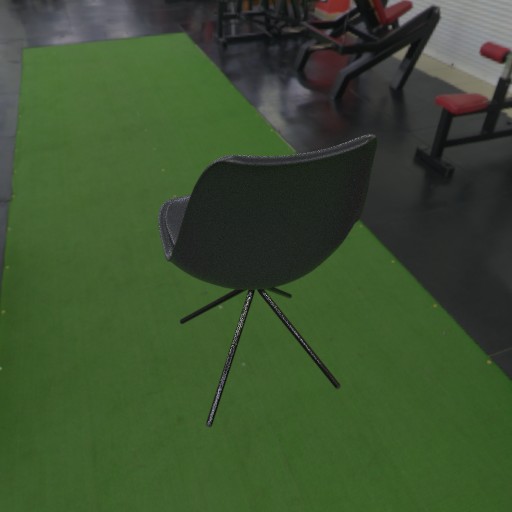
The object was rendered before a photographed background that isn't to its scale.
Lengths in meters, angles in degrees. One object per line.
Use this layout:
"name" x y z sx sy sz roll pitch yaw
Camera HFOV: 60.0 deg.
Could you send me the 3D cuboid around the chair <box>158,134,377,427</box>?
"chair" 0.000 0.000 1.155 0.461 0.850 0.525 -12 42 -14
